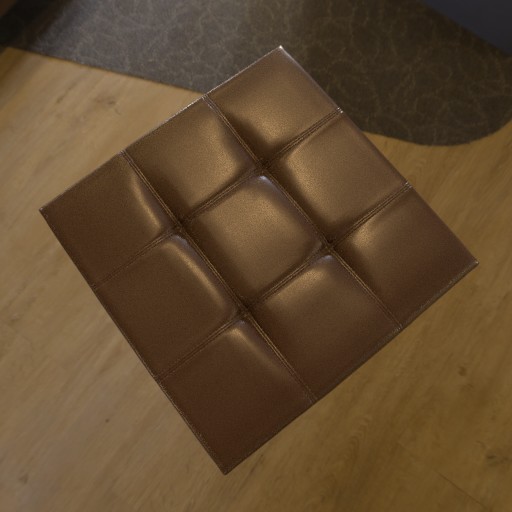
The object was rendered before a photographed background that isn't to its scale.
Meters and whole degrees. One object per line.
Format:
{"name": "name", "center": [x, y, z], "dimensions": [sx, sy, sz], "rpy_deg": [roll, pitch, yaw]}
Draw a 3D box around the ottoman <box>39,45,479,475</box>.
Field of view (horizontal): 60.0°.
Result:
{"name": "ottoman", "center": [0.000, 0.000, 1.288], "dimensions": [0.787, 0.460, 0.788], "rpy_deg": [-37, 79, -8]}
